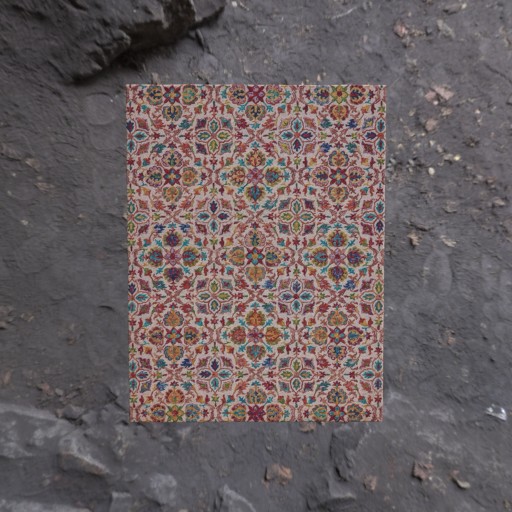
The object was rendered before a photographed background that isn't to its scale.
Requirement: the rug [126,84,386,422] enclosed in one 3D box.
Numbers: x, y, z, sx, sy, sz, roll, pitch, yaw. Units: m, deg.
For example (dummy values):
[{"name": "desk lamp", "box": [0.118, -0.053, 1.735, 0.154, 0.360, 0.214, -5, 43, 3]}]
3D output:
[{"name": "rug", "box": [0.000, 0.000, 4.219, 2.446, 0.020, 3.215, 0, 92, 0]}]
